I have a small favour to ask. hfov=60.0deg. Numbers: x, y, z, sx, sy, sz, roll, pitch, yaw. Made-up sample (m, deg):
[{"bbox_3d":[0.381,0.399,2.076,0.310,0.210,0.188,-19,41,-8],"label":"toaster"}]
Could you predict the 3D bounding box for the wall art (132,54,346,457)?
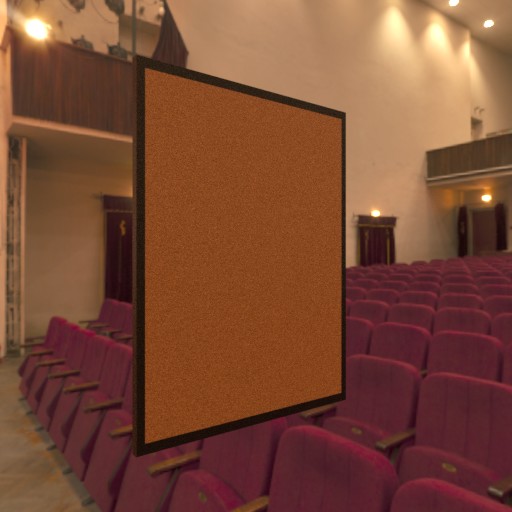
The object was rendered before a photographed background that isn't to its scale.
[{"bbox_3d":[0.000,0.000,1.368,0.774,1.027,0.030,0,0,-36],"label":"wall art"}]
